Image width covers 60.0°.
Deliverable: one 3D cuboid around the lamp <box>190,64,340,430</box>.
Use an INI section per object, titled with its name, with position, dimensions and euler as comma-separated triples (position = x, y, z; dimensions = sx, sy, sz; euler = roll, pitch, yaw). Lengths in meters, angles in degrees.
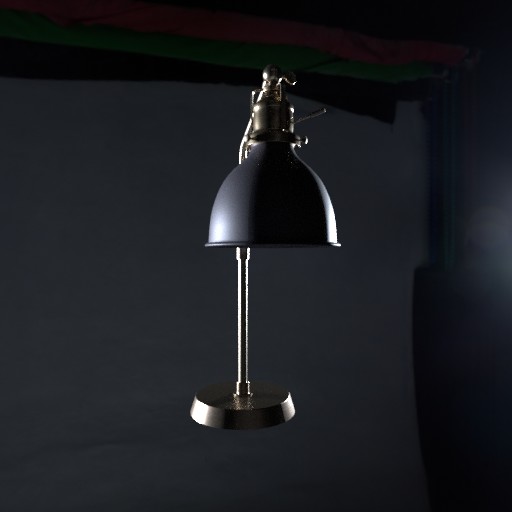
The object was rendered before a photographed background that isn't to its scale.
[lamp]
position = 0.000, 0.000, 0.592
dimensions = 0.160, 0.456, 0.291
euler = 0, 0, -17
